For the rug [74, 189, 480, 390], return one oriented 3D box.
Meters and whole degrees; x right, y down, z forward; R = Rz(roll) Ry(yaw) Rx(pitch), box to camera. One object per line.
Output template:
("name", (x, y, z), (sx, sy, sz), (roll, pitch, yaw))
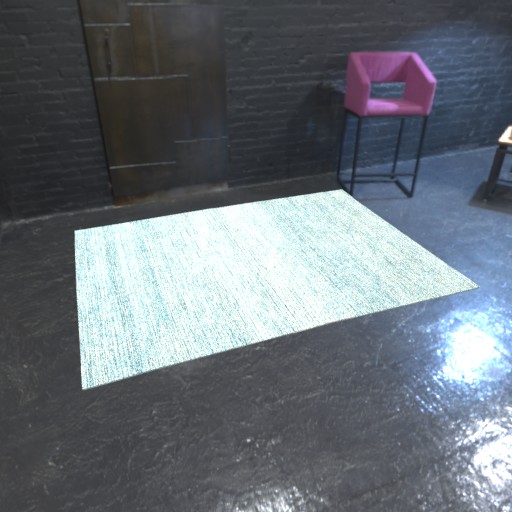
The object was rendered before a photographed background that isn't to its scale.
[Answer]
("rug", (0.000, 0.000, 2.947), (2.260, 0.026, 1.611), (-11, 33, -17))
